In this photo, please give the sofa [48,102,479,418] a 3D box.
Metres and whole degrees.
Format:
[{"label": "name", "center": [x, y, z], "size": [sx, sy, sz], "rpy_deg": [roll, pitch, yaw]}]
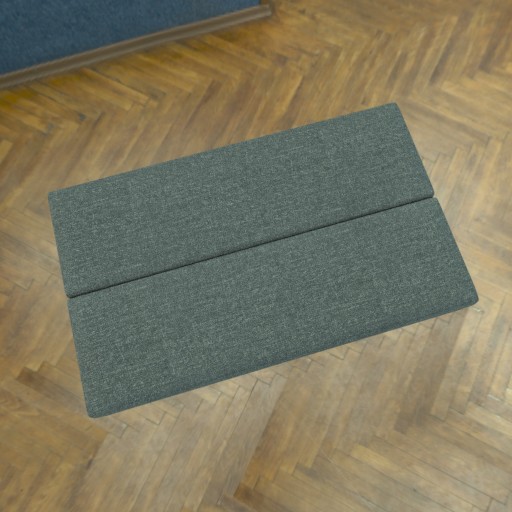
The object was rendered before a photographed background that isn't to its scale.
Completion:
[{"label": "sofa", "center": [0.000, 0.000, 1.564], "size": [1.198, 0.417, 0.782], "rpy_deg": [-16, 76, -4]}]
